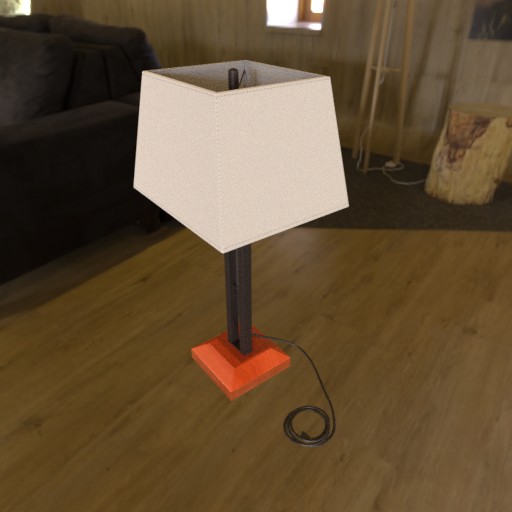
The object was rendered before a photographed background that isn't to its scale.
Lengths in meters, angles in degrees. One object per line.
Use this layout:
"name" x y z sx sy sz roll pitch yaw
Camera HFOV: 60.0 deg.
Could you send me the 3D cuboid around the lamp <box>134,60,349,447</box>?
"lamp" 0.000 0.000 0.955 0.310 0.737 0.498 -21 37 -31
